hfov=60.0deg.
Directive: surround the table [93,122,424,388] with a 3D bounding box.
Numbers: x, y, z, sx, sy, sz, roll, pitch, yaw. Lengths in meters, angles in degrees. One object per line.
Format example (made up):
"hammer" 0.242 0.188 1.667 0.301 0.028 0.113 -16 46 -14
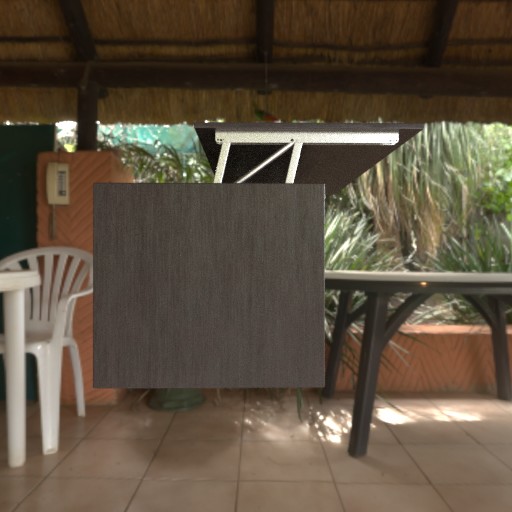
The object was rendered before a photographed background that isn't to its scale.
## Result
"table" 0.000 0.000 1.450 0.712 0.570 1.000 0 0 -1
